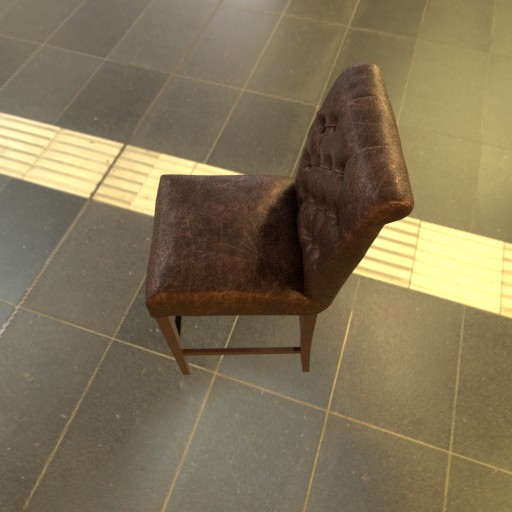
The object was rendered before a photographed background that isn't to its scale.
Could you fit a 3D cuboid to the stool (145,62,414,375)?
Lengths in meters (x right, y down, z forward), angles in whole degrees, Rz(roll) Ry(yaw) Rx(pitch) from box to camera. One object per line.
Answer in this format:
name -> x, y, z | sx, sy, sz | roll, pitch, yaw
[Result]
stool -> 0.000, 0.000, 1.497 | 0.659, 1.168, 0.483 | -1, 59, -1
